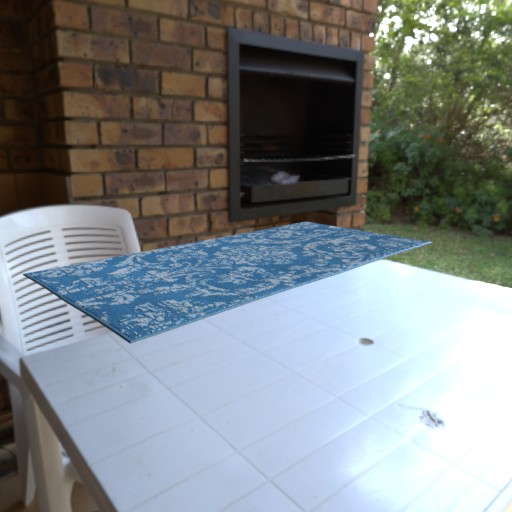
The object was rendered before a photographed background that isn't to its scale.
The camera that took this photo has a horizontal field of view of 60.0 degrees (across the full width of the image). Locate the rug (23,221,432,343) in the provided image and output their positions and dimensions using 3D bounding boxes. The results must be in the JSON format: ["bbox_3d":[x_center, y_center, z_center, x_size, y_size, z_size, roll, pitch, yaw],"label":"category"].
[{"bbox_3d":[0.000,0.000,1.430,1.219,0.007,0.604,-13,19,-42],"label":"rug"}]
